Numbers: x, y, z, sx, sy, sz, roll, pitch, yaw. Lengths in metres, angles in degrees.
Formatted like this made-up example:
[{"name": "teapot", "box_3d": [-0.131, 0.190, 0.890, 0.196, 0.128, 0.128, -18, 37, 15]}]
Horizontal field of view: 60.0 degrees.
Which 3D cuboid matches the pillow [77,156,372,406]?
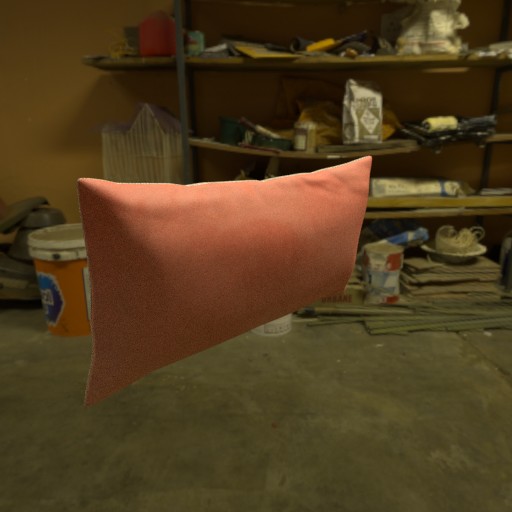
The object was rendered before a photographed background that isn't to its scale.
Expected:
[{"name": "pillow", "box_3d": [0.000, 0.000, 0.745, 0.155, 0.307, 0.608, 15, 22, 43]}]
